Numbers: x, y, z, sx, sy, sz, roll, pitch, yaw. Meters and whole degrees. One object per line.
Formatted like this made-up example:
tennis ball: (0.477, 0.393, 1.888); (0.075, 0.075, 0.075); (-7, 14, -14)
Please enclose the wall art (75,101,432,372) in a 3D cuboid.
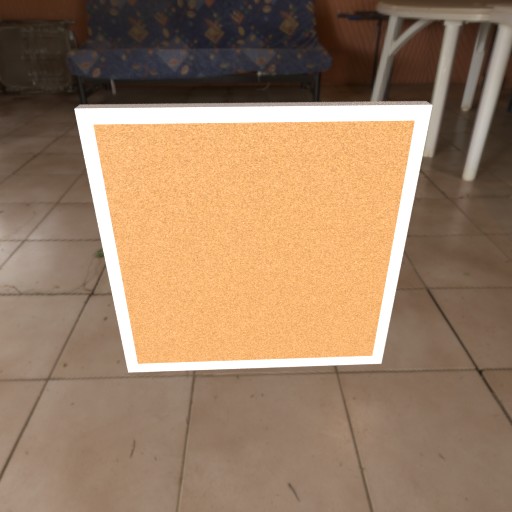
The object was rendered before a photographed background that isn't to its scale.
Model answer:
wall art: (0.000, 0.000, 1.154); (0.762, 0.762, 0.038); (-1, 31, -2)
